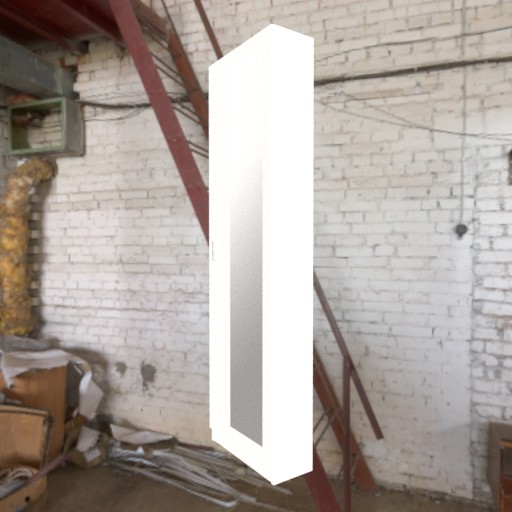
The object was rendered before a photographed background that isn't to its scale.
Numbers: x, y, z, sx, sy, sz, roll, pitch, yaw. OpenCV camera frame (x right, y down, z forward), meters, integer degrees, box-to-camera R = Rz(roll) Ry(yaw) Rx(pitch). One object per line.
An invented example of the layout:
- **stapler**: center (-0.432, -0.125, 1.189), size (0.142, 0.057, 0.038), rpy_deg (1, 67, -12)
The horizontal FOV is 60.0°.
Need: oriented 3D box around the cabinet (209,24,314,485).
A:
- **cabinet**: center (0.000, 0.000, 1.976), size (0.230, 1.790, 0.500), rpy_deg (-1, 2, -34)
